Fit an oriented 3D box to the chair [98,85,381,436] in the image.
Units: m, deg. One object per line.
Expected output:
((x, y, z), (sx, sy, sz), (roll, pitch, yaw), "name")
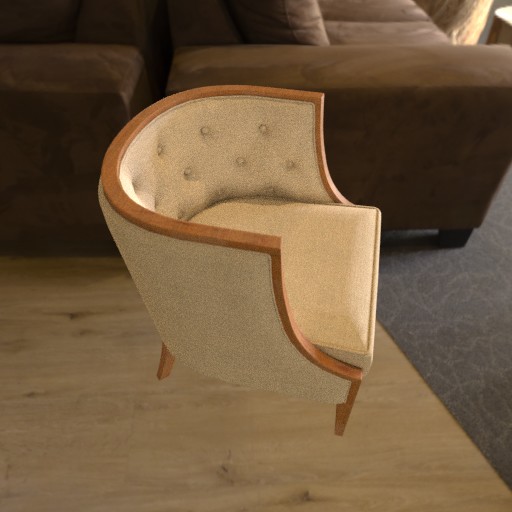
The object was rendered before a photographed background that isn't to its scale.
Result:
((0.000, 0.000, 1.390), (0.757, 0.775, 0.711), (10, 46, 9), "chair")
